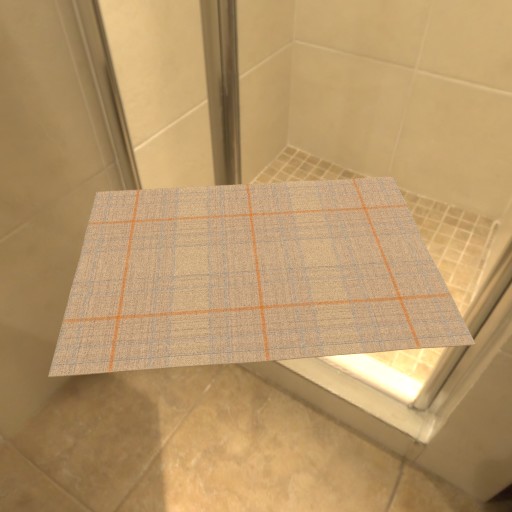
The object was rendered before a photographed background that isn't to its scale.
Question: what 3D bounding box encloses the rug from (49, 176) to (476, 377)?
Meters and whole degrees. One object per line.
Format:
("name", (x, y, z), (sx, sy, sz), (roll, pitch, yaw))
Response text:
("rug", (0.000, 0.000, 2.303), (1.825, 0.015, 1.232), (-4, 47, -3))
